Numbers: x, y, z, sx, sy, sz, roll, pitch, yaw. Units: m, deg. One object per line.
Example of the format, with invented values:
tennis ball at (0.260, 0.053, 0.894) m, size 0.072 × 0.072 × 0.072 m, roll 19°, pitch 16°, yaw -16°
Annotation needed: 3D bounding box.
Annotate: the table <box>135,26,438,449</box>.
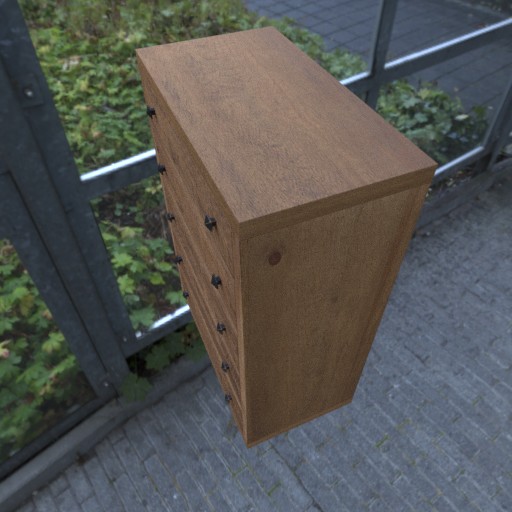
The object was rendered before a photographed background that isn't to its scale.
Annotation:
table at (0.000, 0.000, 1.704) m, size 0.524 × 1.294 × 0.901 m, roll -18°, pitch 50°, yaw -16°
